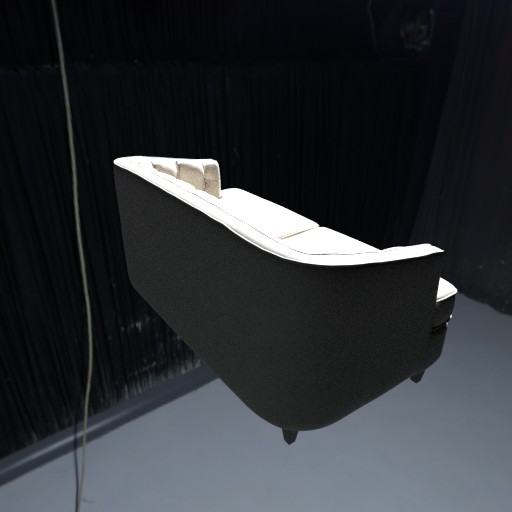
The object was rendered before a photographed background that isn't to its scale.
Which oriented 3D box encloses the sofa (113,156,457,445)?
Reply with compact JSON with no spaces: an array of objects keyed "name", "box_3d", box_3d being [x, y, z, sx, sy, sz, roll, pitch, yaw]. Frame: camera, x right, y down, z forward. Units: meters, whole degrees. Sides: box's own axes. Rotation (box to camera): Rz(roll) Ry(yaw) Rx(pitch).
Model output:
[{"name":"sofa","box_3d":[0.000,0.000,2.278,0.940,0.878,1.731,-18,32,-32]}]
